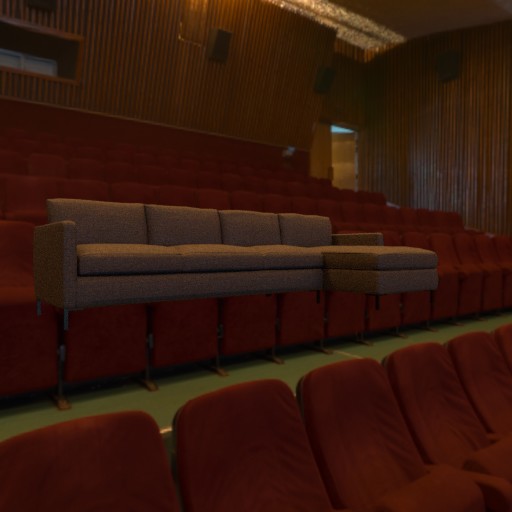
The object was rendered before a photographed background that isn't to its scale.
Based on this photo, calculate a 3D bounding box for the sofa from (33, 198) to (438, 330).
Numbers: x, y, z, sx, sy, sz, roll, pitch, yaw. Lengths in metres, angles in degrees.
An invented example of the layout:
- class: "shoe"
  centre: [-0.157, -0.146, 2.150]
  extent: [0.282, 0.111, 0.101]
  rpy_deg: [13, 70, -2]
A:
- class: "sofa"
  centre: [0.000, 0.000, 3.759]
  extent: [3.221, 0.892, 1.483]
  rpy_deg: [-1, 1, -37]
